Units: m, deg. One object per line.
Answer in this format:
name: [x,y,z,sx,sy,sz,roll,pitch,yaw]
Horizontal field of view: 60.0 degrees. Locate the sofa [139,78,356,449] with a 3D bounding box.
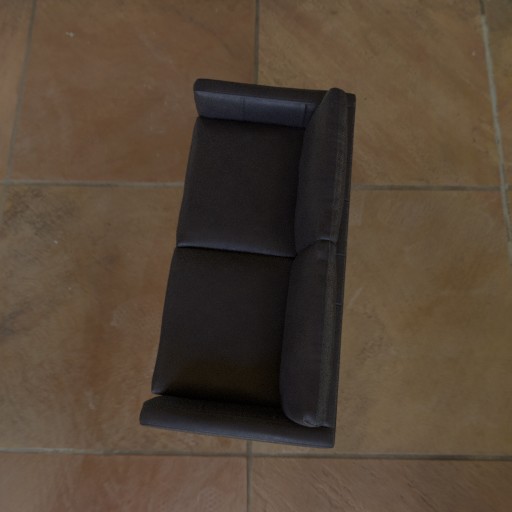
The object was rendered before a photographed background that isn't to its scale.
sofa: [0.000,0.000,2.361,0.947,0.883,1.805,4,76,1]
